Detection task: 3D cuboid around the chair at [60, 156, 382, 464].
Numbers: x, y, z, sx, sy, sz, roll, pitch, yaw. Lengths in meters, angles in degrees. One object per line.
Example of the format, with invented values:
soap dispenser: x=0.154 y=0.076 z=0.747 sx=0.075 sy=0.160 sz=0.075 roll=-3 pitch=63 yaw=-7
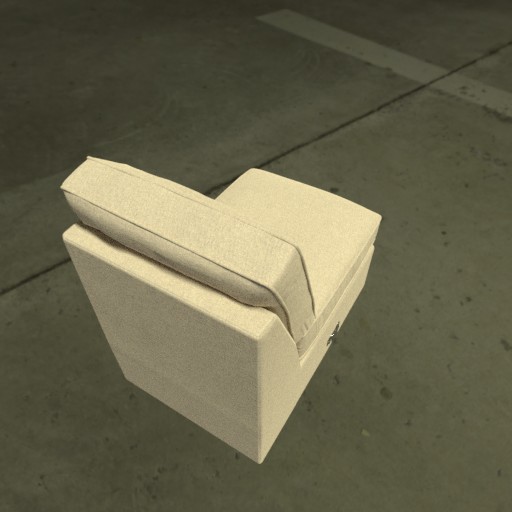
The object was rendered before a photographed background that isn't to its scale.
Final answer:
chair: x=0.000 y=0.000 z=1.527 sx=0.621 sy=0.970 sz=0.938 roll=24 pitch=50 yaw=21
